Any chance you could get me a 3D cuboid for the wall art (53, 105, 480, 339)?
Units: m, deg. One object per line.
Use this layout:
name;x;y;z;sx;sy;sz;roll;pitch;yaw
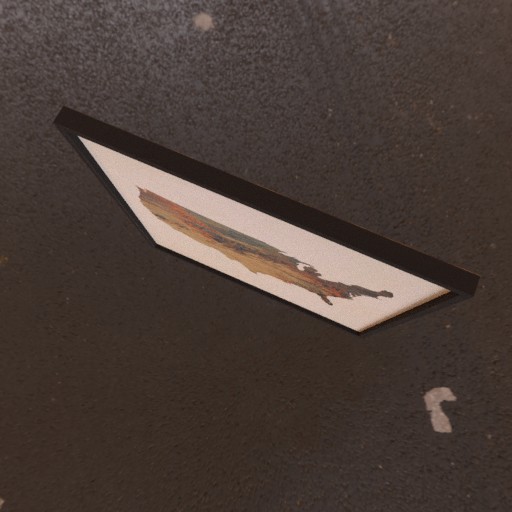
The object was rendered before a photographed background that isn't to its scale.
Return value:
wall art;0.000;0.000;1.105;0.762;0.762;0.038;23;76;6
